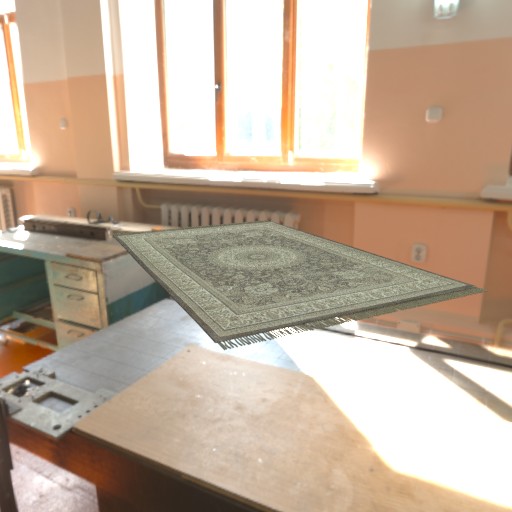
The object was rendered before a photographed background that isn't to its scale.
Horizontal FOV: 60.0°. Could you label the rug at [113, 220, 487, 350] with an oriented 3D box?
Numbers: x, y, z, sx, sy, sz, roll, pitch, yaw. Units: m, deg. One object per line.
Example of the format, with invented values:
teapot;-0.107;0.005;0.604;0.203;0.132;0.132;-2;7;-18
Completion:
rug;0.000;0.000;4.286;2.143;0.015;3.422;-7;16;-26
